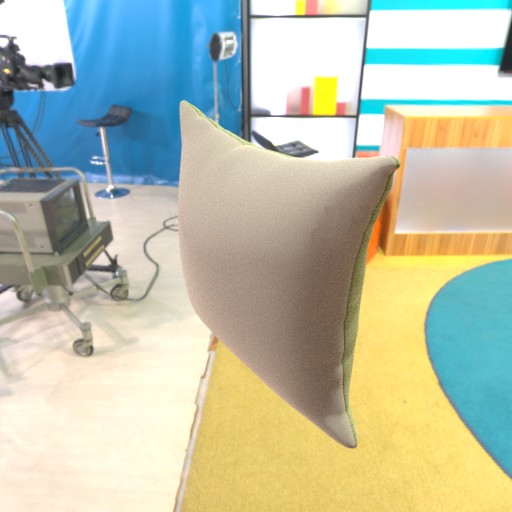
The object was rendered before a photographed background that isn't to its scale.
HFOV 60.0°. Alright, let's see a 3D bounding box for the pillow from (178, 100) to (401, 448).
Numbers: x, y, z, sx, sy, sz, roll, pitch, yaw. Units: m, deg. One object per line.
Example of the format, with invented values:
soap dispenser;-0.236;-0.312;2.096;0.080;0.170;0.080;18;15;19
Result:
pillow;0.000;0.000;0.812;0.229;0.487;0.560;-18;32;-31
